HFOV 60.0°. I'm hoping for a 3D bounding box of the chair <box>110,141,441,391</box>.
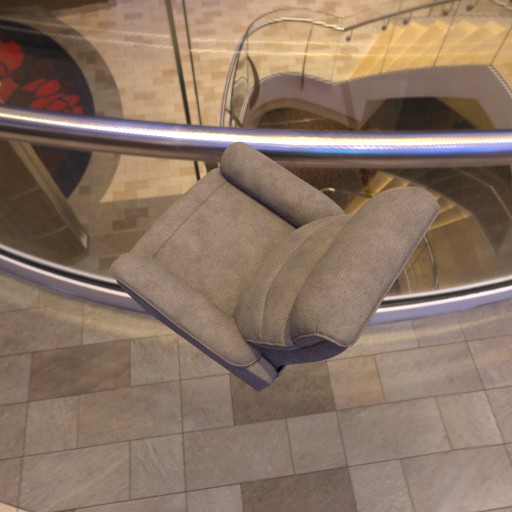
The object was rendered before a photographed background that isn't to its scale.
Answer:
[{"bbox_3d":[0.000,0.000,1.783,1.009,1.036,0.830,33,67,16],"label":"chair"}]
